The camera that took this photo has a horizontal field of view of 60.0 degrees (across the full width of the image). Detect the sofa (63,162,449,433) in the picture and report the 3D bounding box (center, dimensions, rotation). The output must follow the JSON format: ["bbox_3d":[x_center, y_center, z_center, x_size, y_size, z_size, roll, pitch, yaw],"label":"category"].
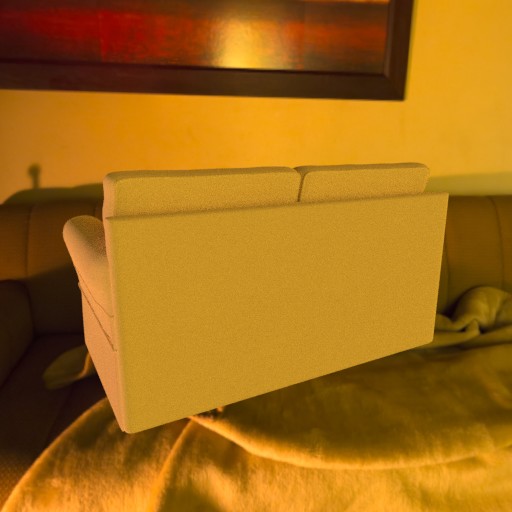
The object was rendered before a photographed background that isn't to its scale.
[{"bbox_3d":[0.000,0.000,2.286,1.727,0.940,0.991,-8,16,-28],"label":"sofa"}]
